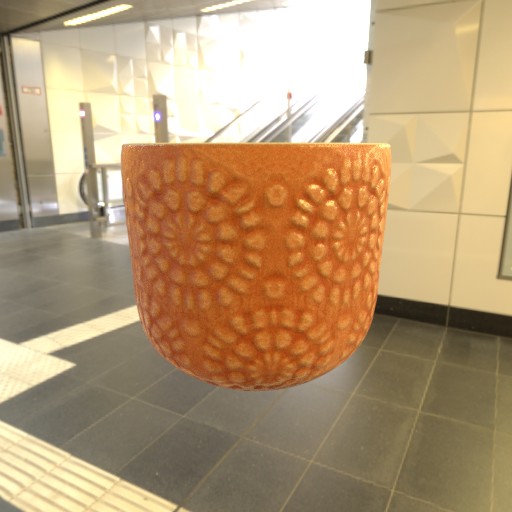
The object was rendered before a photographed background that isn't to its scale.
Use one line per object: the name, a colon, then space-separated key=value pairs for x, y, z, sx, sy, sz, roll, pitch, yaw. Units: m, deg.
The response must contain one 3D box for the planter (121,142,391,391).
planter: x=0.000 y=0.000 z=0.223 sx=0.124 sy=0.109 sz=0.124 roll=0 pitch=14 yaw=0
